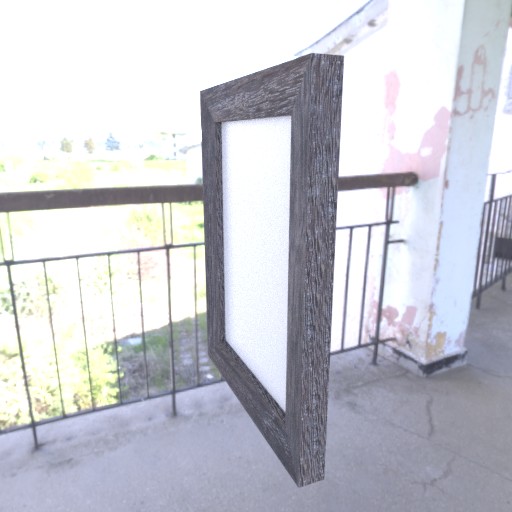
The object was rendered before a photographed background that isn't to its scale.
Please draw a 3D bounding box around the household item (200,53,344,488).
[{"bbox_3d":[0.000,0.000,0.280,0.020,0.210,0.160,-6,16,-22],"label":"household item"}]
